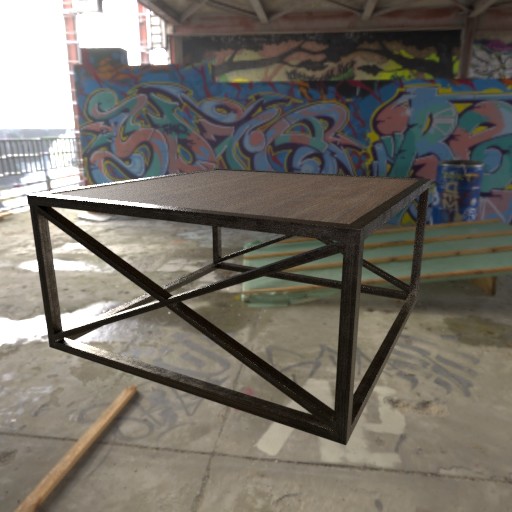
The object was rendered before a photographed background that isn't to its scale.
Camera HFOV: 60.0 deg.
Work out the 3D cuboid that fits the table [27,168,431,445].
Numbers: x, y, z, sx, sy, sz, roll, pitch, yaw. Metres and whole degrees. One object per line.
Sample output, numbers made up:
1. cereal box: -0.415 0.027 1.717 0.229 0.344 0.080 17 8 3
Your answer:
1. table: 0.000 0.000 1.423 0.899 0.451 0.909 8 18 27
